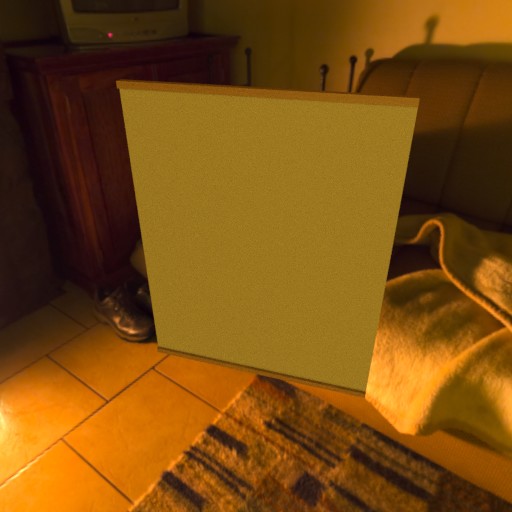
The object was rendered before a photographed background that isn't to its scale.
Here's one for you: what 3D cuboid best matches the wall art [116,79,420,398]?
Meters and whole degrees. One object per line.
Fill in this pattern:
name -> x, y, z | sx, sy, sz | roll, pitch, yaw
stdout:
wall art -> 0.000, 0.000, 0.705 | 0.405, 0.508, 0.012 | 9, 32, 14
